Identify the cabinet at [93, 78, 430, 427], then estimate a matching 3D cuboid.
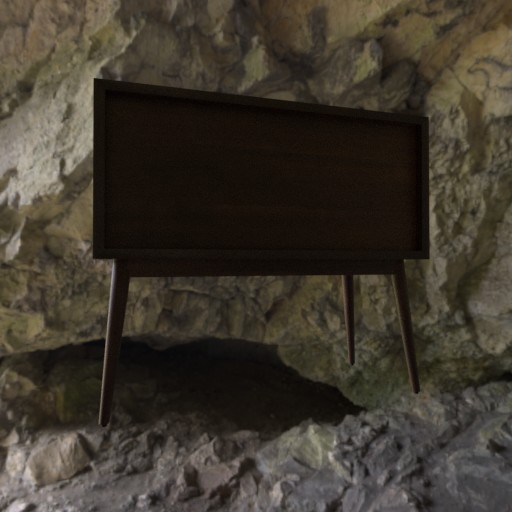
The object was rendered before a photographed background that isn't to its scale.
[{"bbox_3d":[0.000,0.000,1.099,0.743,0.654,0.354,0,-1,-17],"label":"cabinet"}]
